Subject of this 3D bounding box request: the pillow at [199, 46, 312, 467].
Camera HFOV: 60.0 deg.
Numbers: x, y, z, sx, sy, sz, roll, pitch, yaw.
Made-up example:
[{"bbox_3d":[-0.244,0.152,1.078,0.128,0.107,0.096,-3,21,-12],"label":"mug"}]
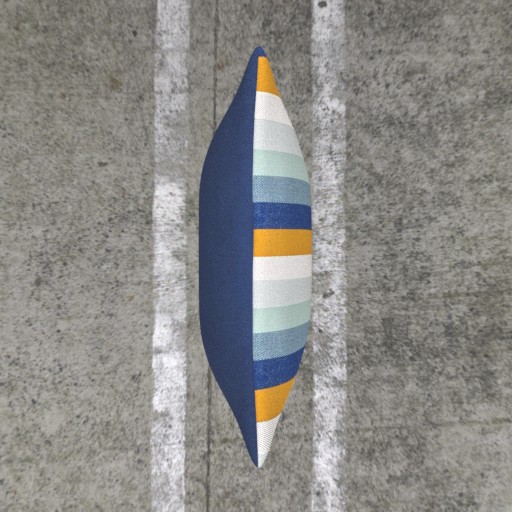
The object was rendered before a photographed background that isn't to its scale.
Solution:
[{"bbox_3d":[0.000,0.000,0.710,0.173,0.454,0.463,0,91,-1],"label":"pillow"}]
